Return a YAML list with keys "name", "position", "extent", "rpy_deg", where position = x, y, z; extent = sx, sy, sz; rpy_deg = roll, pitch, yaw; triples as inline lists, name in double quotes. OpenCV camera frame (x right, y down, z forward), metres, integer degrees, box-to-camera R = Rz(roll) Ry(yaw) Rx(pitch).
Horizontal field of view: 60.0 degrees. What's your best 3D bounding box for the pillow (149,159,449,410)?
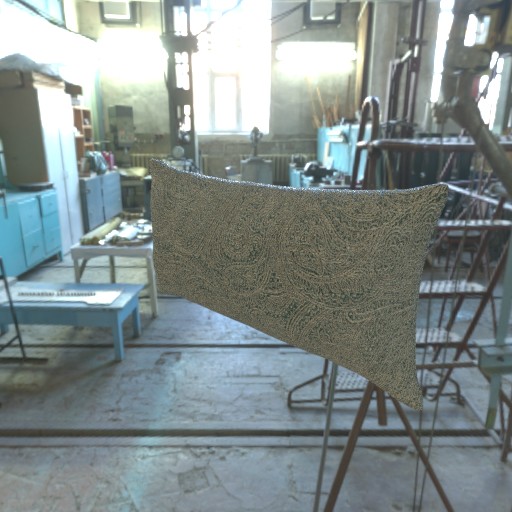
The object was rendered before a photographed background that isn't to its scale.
- name: "pillow"
  position: [0.000, 0.000, 0.747]
  extent: [0.615, 0.295, 0.151]
  rpy_deg: [15, 22, 43]
